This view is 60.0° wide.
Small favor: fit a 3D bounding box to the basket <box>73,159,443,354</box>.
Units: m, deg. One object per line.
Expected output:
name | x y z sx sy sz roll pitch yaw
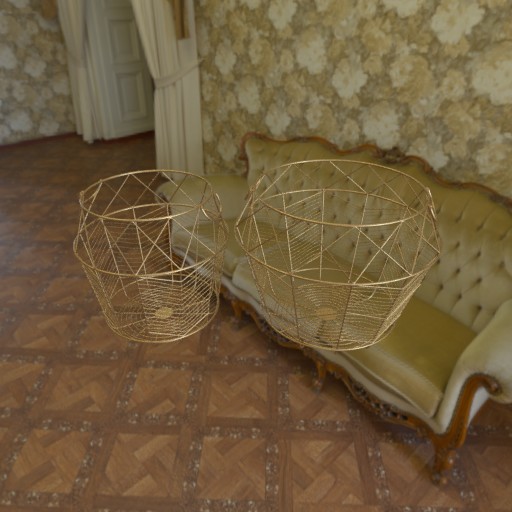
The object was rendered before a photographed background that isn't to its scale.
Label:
basket | 0.000 0.000 1.027 0.805 0.343 0.451 0 31 1
